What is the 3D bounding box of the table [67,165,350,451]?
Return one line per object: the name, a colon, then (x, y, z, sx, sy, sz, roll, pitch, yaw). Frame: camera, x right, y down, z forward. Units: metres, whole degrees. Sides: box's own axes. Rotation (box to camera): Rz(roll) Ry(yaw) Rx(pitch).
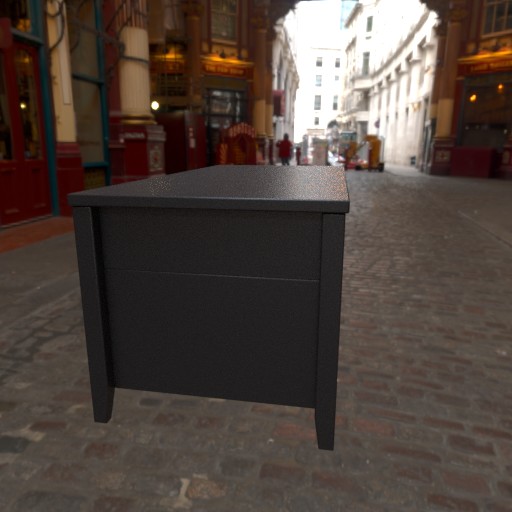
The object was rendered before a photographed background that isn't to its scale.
table: (0.000, 0.000, 1.268, 0.483, 0.457, 1.016, 3, 15, 10)
